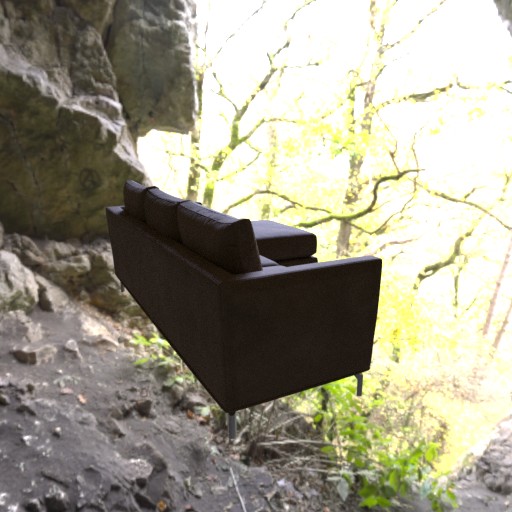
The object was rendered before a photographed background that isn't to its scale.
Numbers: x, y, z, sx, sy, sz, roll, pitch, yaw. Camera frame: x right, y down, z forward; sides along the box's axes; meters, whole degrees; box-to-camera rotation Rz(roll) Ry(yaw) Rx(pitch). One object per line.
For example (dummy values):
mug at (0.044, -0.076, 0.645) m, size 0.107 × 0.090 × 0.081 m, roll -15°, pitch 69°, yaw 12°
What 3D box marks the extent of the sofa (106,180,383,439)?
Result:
sofa at (0.000, 0.000, 3.168) m, size 1.622 × 0.987 × 2.438 m, roll -7°, pitch 16°, yaw -27°
